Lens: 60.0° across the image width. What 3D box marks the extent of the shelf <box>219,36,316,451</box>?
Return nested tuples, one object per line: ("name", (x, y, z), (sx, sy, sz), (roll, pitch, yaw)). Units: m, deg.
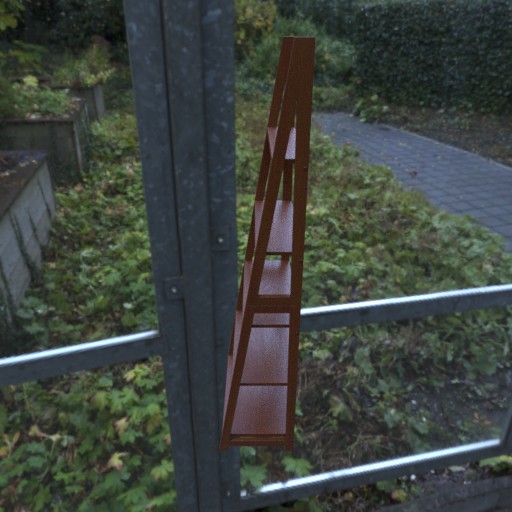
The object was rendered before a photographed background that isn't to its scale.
("shelf", (0.000, 0.000, 2.007), (0.356, 1.780, 0.630), (0, 26, 0))
